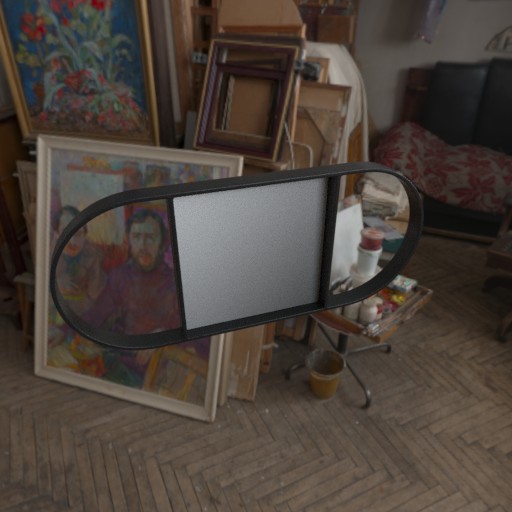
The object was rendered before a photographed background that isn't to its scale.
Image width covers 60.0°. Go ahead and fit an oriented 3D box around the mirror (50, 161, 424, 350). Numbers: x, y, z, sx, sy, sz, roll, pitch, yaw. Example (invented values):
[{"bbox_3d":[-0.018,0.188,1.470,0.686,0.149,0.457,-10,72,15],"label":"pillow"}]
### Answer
[{"bbox_3d":[0.000,0.000,0.683,0.584,0.254,0.032,-10,33,-16],"label":"mirror"}]
